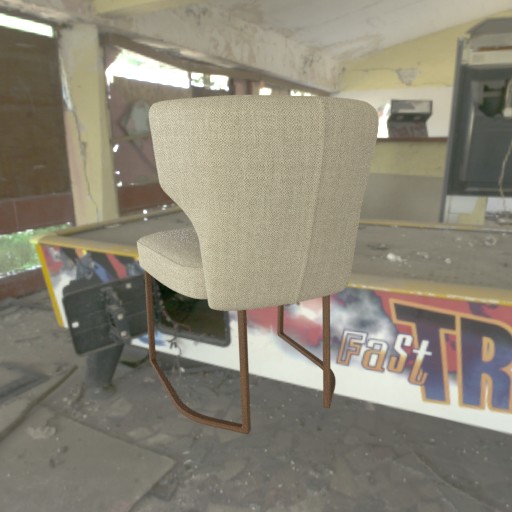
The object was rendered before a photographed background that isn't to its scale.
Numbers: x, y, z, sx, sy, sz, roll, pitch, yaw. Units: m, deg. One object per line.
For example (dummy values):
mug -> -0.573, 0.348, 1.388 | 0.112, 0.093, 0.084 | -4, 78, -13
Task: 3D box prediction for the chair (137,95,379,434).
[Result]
chair -> 0.000, 0.000, 1.273 | 0.611, 0.824, 0.617 | -7, 15, -26
